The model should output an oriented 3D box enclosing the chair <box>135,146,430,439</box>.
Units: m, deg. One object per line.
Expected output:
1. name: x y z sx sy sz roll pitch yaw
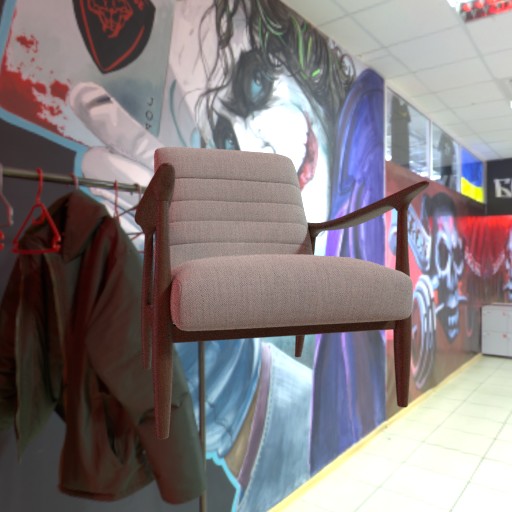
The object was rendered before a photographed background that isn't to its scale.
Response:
1. chair: 0.000 0.000 1.403 0.741 0.832 0.798 0 0 -19
